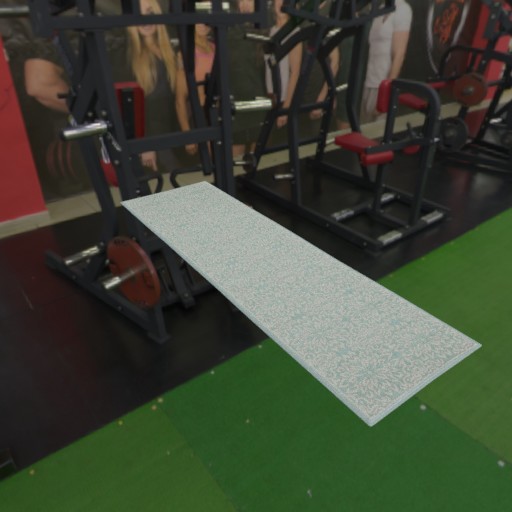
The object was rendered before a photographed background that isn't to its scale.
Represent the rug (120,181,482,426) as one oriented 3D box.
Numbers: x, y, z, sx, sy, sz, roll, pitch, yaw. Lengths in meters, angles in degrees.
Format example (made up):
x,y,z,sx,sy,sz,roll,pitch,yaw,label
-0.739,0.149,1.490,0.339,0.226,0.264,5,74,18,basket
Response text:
x,y,z,sx,sy,sz,roll,pitch,yaw,label
0.000,0.000,2.381,0.662,0.011,2.196,-21,37,-30,rug
